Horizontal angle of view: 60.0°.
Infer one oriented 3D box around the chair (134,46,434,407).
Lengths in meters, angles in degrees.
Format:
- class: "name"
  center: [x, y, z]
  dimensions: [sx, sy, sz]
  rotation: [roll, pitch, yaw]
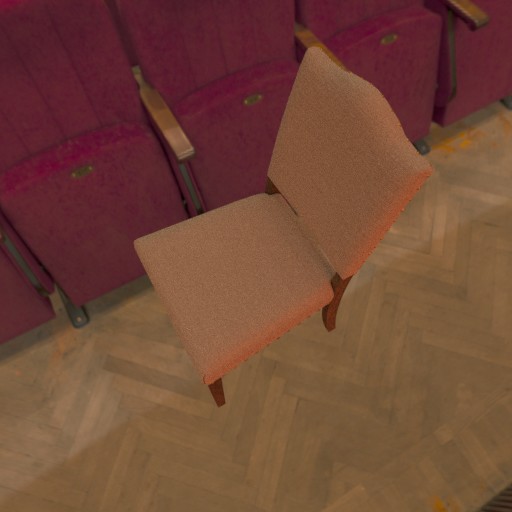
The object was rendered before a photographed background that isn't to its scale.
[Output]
- class: "chair"
  center: [0.000, 0.000, 1.341]
  dimensions: [0.620, 1.020, 0.508]
  rotation: [-27, 66, -13]
